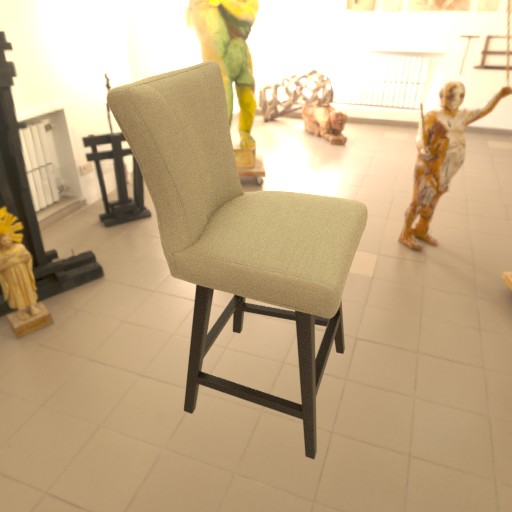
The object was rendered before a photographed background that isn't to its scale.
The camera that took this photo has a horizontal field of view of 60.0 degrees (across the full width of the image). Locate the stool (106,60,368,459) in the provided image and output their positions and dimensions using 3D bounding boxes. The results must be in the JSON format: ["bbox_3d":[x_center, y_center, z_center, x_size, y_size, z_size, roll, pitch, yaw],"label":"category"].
[{"bbox_3d":[0.000,0.000,1.315,0.574,1.000,0.514,10,32,17],"label":"stool"}]
